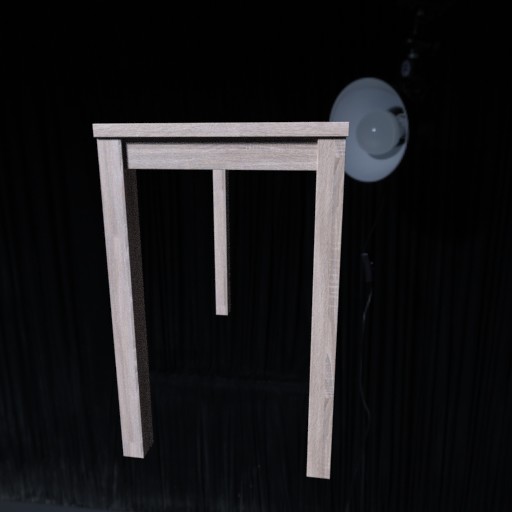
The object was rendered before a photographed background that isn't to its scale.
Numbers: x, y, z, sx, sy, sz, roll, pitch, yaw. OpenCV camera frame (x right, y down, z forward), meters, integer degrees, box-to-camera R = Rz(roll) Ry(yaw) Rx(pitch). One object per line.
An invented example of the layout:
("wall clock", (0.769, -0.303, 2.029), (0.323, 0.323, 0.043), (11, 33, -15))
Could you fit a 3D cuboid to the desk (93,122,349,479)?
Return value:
("desk", (0.000, 0.000, 1.402), (0.495, 0.762, 0.991), (2, 14, 9))
